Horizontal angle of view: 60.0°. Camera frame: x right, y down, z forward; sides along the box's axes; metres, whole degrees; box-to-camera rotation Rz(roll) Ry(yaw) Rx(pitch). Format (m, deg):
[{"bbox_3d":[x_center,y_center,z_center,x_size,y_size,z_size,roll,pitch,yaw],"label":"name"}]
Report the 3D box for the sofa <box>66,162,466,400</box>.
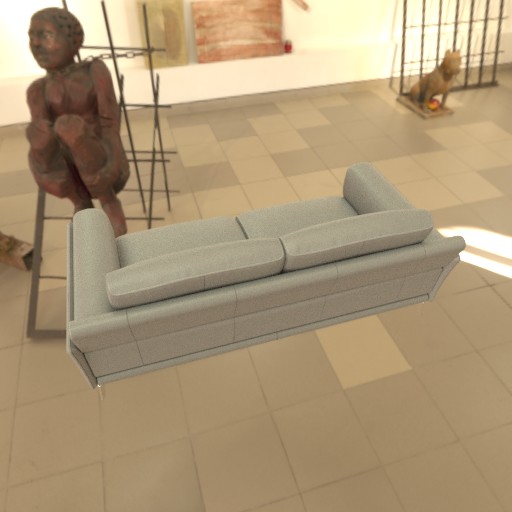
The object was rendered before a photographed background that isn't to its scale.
[{"bbox_3d":[0.000,0.000,2.645,2.101,0.930,1.049,-12,43,-13],"label":"sofa"}]
